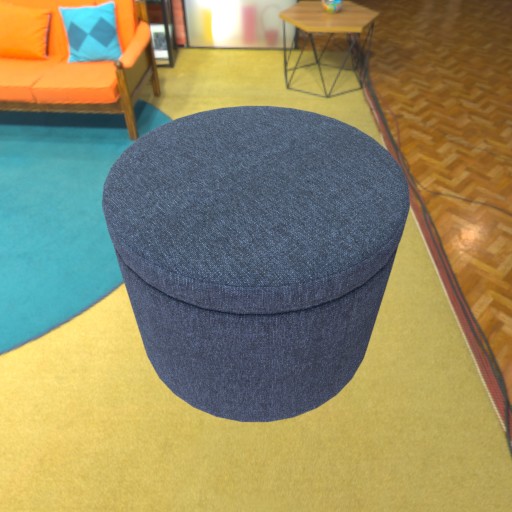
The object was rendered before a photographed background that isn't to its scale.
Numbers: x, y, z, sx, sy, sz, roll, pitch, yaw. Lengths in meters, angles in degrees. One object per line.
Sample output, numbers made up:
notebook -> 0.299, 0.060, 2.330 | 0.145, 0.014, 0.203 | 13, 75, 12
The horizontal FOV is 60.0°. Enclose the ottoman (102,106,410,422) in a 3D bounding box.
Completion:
ottoman -> 0.000, 0.000, 0.864 | 0.500, 0.419, 0.500 | 0, 45, 0
